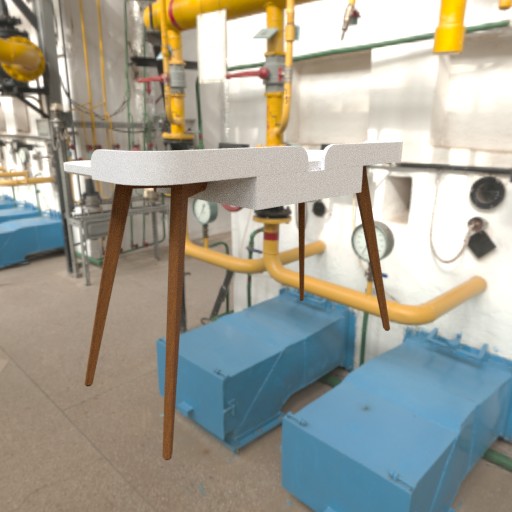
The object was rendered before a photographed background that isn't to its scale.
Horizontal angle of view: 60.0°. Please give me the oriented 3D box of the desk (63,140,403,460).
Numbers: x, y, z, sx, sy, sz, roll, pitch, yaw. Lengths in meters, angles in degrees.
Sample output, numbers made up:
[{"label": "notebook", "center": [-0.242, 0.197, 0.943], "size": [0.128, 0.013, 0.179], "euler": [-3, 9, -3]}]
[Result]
[{"label": "desk", "center": [0.000, 0.000, 1.633], "size": [1.206, 0.807, 0.534], "euler": [-15, 22, -42]}]
